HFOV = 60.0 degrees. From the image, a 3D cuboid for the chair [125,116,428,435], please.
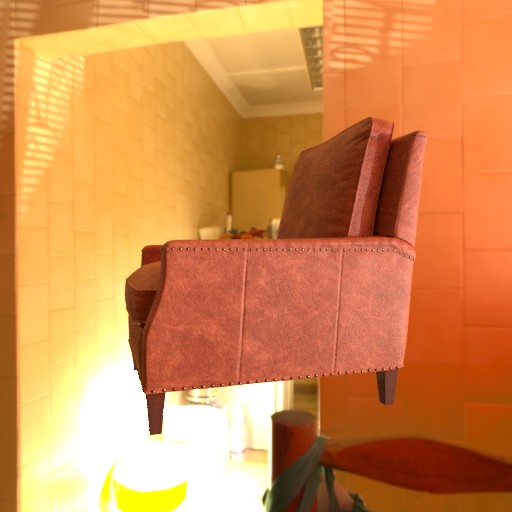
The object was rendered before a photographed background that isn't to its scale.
[{"bbox_3d":[0.000,0.000,1.830,1.035,1.054,0.854,0,0,-19],"label":"chair"}]
